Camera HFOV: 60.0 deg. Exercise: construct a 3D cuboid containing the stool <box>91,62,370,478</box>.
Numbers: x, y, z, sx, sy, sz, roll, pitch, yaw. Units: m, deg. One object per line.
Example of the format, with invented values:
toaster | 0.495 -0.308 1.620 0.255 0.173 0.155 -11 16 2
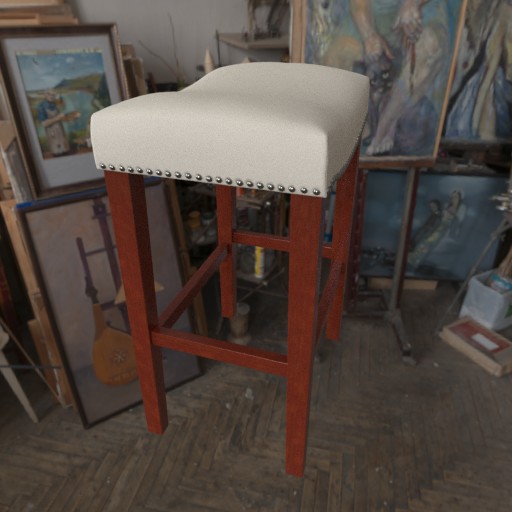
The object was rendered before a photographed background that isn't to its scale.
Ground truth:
stool | 0.000 0.000 0.979 0.372 0.742 0.504 10 32 16
